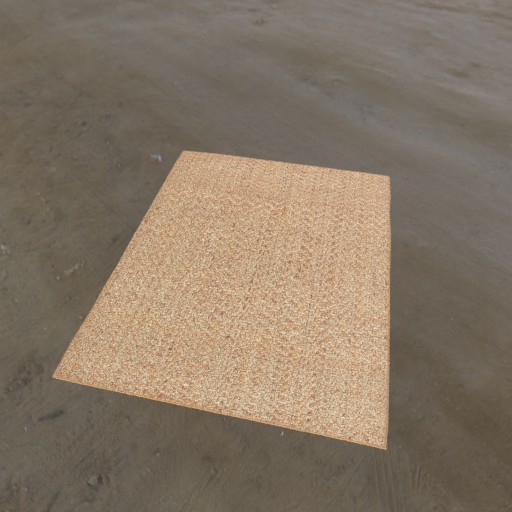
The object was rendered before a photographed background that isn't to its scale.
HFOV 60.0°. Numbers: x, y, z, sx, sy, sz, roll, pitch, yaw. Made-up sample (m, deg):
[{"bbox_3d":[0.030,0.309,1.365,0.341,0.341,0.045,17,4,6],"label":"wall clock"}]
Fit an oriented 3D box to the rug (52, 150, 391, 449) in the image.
[{"bbox_3d":[0.000,0.000,4.100,2.439,0.013,3.048,9,47,8],"label":"rug"}]
